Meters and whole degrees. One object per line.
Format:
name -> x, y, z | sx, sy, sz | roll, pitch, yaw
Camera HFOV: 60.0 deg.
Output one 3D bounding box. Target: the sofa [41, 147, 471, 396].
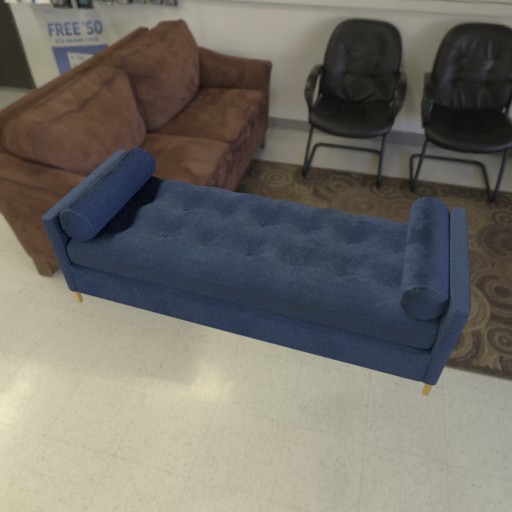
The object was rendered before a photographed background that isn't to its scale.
sofa -> 0.000, 0.000, 2.493 | 2.102, 0.705, 0.796 | 12, 43, 13
